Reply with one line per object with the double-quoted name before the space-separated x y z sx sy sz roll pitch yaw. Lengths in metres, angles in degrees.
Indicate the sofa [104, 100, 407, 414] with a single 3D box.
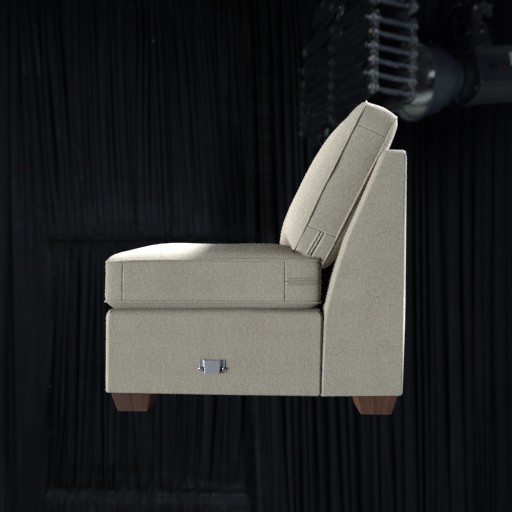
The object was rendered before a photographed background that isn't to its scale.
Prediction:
"sofa" 0.000 0.000 2.004 0.978 1.006 1.232 0 0 1
